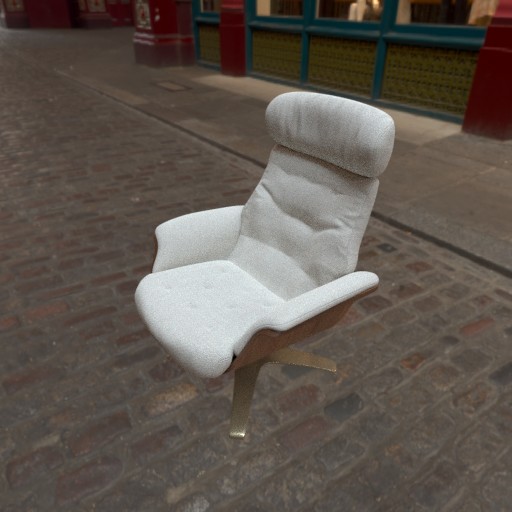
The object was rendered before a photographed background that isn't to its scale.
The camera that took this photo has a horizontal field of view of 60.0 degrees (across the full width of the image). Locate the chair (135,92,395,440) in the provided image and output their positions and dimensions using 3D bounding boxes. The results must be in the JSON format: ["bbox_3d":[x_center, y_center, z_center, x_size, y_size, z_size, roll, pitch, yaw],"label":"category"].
[{"bbox_3d":[0.000,0.000,1.579,0.837,0.995,0.785,-22,38,-31],"label":"chair"}]
